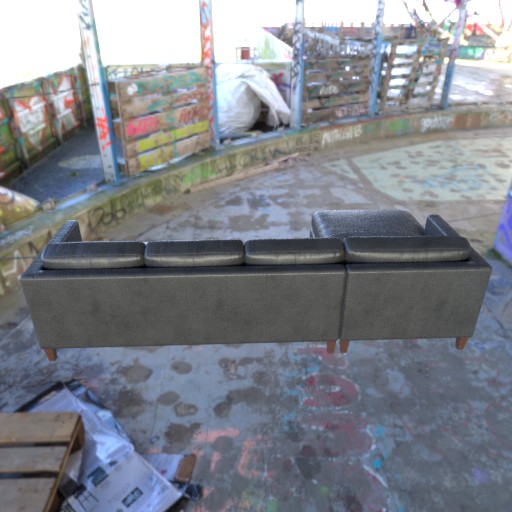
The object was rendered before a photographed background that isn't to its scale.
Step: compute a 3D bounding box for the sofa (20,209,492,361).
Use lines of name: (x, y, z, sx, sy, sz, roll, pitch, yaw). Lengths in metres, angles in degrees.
sofa: (0.000, 0.000, 3.808, 3.203, 0.883, 1.581, -1, 28, -2)
